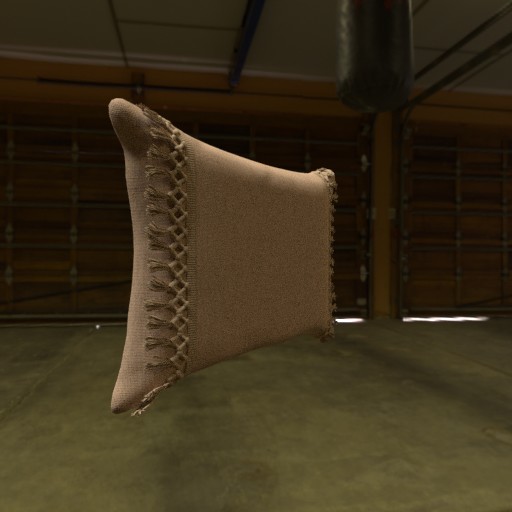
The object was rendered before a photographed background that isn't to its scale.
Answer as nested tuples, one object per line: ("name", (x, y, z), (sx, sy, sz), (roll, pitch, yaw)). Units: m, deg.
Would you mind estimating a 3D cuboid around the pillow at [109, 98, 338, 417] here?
("pillow", (0.000, 0.000, 0.602), (0.084, 0.305, 0.466), (0, 0, 36))
